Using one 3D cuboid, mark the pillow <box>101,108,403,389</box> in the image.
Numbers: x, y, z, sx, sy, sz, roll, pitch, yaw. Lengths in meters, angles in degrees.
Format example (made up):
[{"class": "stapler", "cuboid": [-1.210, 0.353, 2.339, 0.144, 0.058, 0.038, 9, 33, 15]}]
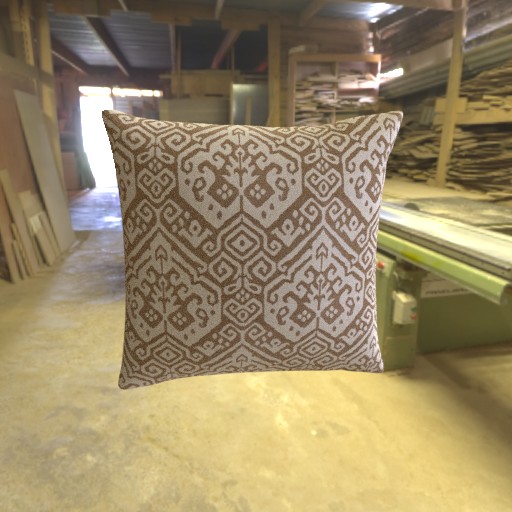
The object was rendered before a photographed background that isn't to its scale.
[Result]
[{"class": "pillow", "cuboid": [0.000, 0.000, 0.647, 0.419, 0.407, 0.173, -2, 15, -7]}]
